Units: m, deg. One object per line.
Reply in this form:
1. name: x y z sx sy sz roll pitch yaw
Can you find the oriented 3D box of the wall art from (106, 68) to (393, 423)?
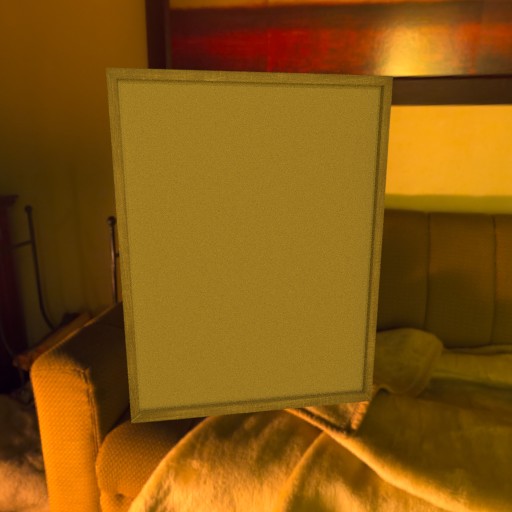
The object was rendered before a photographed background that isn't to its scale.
1. wall art: 0.000 0.000 1.321 0.781 1.022 0.035 -2 13 -9
